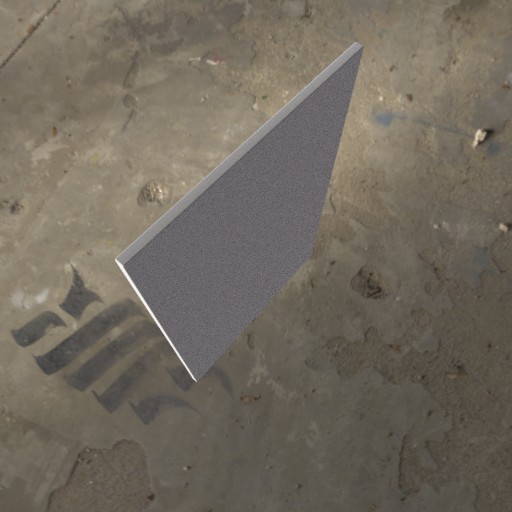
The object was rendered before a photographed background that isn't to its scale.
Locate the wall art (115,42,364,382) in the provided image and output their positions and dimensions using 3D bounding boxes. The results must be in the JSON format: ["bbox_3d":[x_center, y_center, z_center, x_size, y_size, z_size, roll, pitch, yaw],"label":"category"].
[{"bbox_3d":[0.000,0.000,0.617,0.011,0.482,0.329,38,70,17],"label":"wall art"}]
